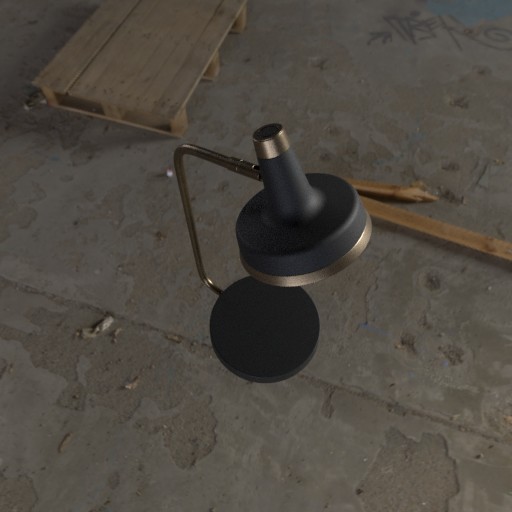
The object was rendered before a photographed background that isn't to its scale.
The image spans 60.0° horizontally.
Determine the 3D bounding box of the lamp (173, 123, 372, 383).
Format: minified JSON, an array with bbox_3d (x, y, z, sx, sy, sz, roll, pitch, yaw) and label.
[{"bbox_3d":[0.000,0.000,0.495,0.218,0.385,0.162,34,65,18],"label":"lamp"}]
